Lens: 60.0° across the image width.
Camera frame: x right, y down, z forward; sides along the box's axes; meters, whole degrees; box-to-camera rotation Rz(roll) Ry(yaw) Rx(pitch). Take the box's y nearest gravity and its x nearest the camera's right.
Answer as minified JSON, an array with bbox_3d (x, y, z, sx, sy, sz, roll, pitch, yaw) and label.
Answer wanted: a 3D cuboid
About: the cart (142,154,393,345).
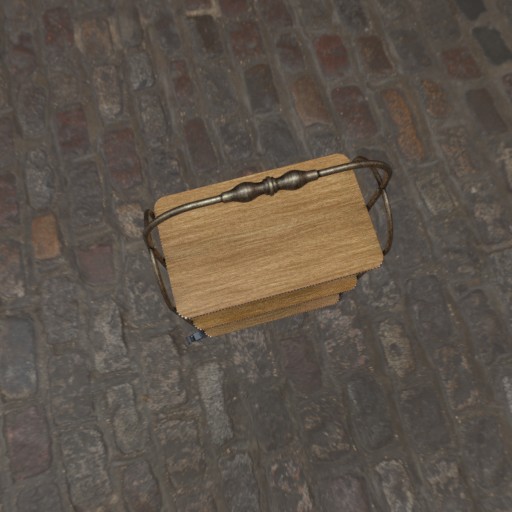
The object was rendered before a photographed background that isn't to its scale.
[{"bbox_3d":[0.000,0.000,1.338,0.650,1.052,0.330,-15,76,-4],"label":"cart"}]
